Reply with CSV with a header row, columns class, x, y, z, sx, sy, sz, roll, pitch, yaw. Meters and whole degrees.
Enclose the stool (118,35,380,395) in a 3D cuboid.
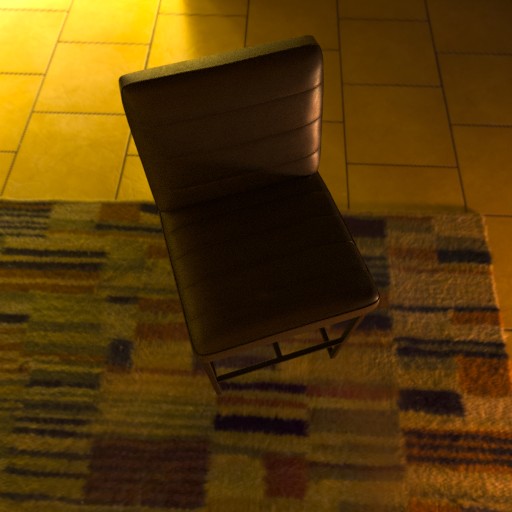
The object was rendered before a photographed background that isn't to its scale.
class,x,y,z,sx,sy,sz,roll,pitch,yaw
stool,0.000,0.000,1.248,0.457,0.938,0.552,-16,64,-8
